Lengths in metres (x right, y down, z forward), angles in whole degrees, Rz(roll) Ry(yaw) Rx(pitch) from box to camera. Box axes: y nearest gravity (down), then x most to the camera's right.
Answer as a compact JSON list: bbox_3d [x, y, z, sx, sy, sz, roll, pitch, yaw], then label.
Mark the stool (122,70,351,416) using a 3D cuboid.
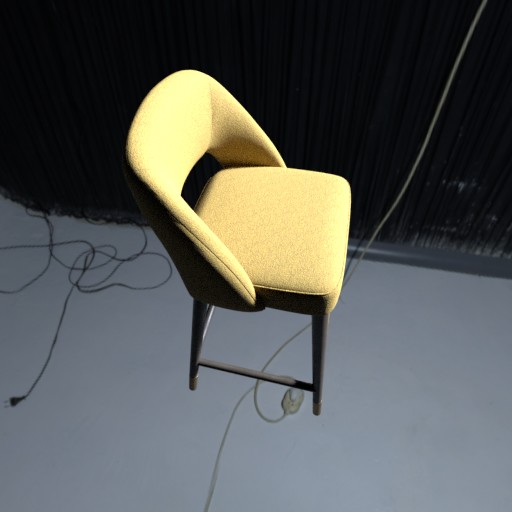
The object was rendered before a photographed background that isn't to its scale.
[{"bbox_3d":[0.000,0.000,1.289,0.522,0.939,0.536,9,48,8],"label":"stool"}]
